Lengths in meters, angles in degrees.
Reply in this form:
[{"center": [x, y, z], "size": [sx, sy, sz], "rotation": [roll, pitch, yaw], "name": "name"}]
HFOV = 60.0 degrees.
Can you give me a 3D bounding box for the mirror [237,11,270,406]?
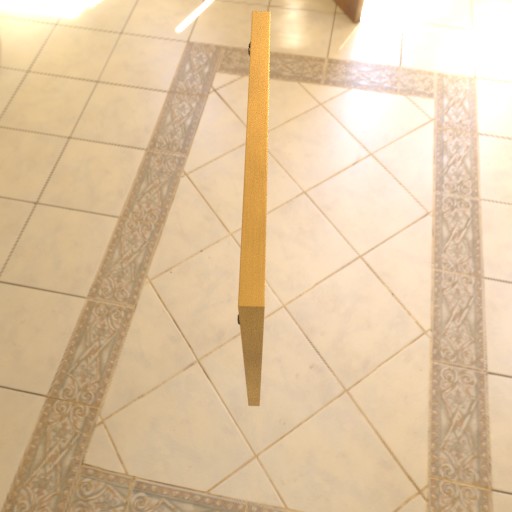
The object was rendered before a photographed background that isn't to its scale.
[{"center": [0.000, 0.000, 1.136], "size": [0.040, 0.915, 0.609], "rotation": [1, 63, 1], "name": "mirror"}]
